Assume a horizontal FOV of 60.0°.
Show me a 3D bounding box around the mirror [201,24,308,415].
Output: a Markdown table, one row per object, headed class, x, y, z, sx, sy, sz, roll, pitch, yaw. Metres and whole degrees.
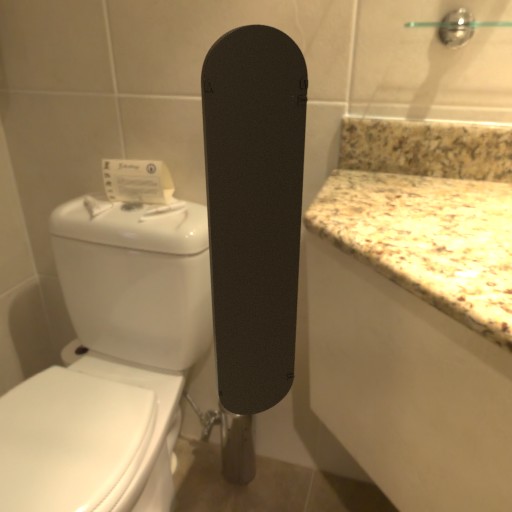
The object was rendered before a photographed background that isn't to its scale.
| class | x | y | z | sx | sy | sz | roll | pitch | yaw |
| --- | --- | --- | --- | --- | --- | --- | --- | --- | --- |
| mirror | 0.000 | 0.000 | 1.070 | 0.222 | 0.991 | 0.032 | -9 | 27 | -18 |
